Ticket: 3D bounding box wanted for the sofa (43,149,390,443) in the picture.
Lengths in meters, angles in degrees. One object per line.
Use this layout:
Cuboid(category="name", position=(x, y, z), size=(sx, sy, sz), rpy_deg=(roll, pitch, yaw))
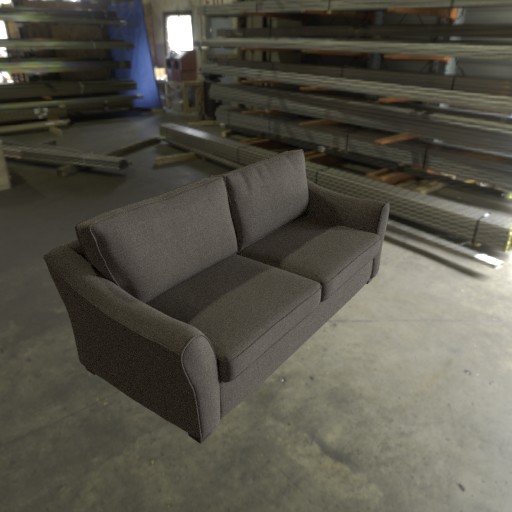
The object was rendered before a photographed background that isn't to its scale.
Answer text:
Cuboid(category="sofa", position=(0.000, 0.000, 2.834), size=(1.013, 0.976, 2.203), rpy_deg=(18, 32, 33))
